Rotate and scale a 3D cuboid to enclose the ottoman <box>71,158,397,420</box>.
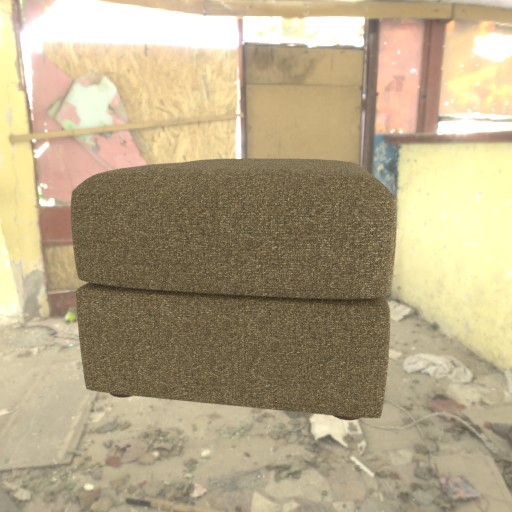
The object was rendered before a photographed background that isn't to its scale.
[{"bbox_3d":[0.000,0.000,1.128,0.598,0.476,0.742,2,14,10],"label":"ottoman"}]
